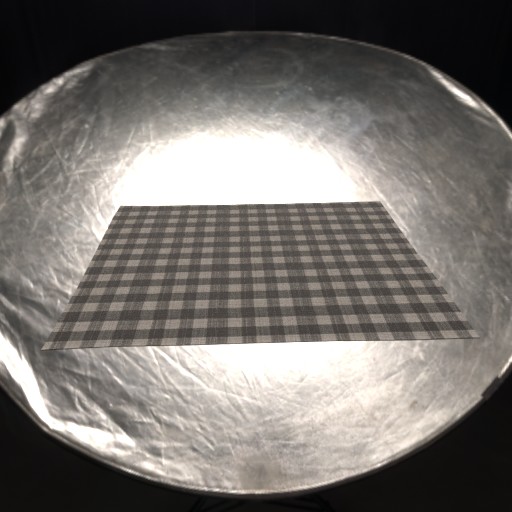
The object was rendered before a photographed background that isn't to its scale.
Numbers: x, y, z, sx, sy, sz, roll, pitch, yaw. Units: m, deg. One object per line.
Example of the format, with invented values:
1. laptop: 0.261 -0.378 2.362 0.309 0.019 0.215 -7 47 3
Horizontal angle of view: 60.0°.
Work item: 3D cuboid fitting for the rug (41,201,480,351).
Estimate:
1. rug: 0.000 0.000 4.078 3.021 0.013 2.432 -1 30 -2
